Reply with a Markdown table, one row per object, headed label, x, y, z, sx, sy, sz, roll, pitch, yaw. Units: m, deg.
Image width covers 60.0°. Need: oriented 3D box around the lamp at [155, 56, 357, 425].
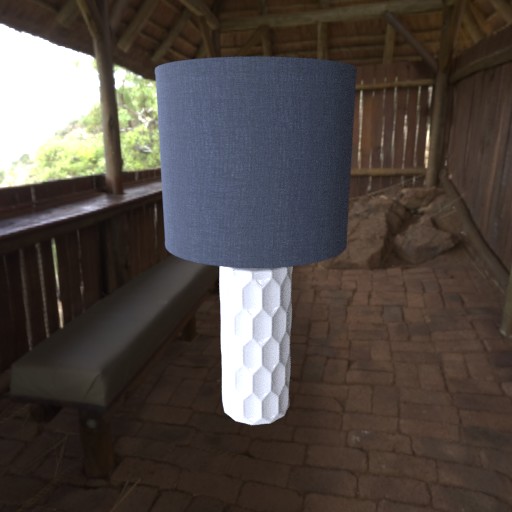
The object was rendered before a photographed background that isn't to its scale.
| label | x | y | z | sx | sy | sz | roll | pitch | yaw |
| --- | --- | --- | --- | --- | --- | --- | --- | --- | --- |
| lamp | 0.000 | 0.000 | 0.694 | 0.277 | 0.537 | 0.277 | -3 | 16 | -9 |
